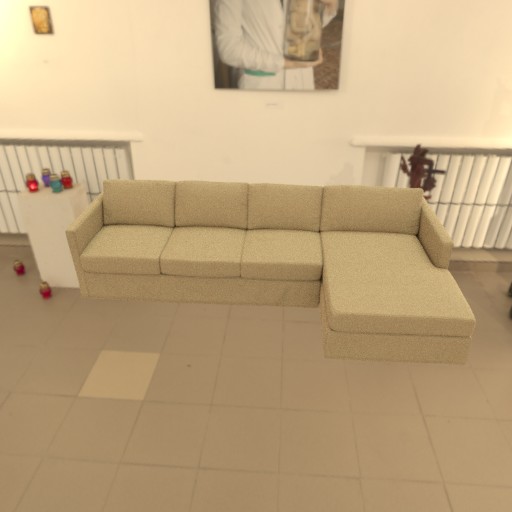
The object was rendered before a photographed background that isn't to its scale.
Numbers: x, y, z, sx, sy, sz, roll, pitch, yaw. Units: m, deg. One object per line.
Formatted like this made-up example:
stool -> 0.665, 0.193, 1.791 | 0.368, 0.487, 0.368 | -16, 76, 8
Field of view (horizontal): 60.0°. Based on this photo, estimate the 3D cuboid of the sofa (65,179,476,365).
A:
sofa -> 0.000, 0.000, 3.808 | 3.177, 0.867, 1.622 | 2, 30, 3
